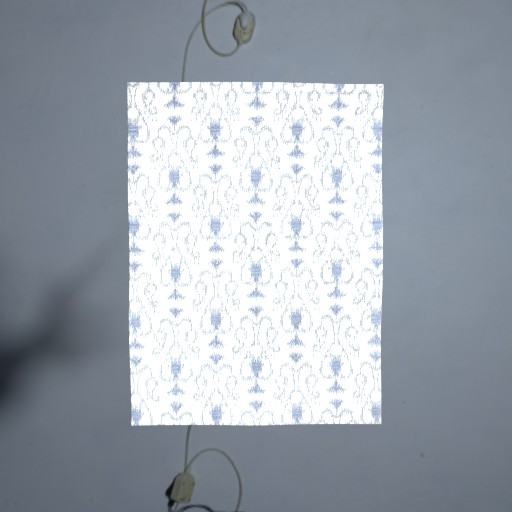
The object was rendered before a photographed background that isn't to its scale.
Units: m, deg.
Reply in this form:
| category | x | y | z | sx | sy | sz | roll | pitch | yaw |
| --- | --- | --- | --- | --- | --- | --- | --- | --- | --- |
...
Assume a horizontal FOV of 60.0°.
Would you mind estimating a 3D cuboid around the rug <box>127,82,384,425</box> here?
| category | x | y | z | sx | sy | sz | roll | pitch | yaw |
| --- | --- | --- | --- | --- | --- | --- | --- | --- | --- |
| rug | 0.000 | 0.000 | 2.921 | 1.676 | 0.013 | 2.261 | 0 | 92 | -1 |
